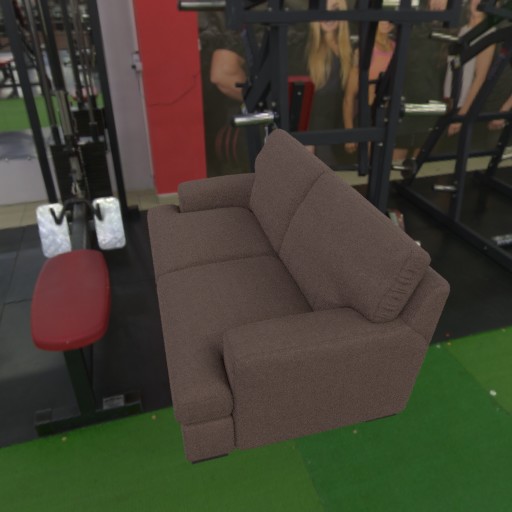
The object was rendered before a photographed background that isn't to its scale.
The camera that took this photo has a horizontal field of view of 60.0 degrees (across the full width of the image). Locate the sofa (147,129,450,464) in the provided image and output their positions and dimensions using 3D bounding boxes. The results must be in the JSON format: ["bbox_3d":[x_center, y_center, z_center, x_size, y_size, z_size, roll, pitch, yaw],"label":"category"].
[{"bbox_3d":[0.000,0.000,2.516,1.140,0.950,1.869,-8,32,-13],"label":"sofa"}]
